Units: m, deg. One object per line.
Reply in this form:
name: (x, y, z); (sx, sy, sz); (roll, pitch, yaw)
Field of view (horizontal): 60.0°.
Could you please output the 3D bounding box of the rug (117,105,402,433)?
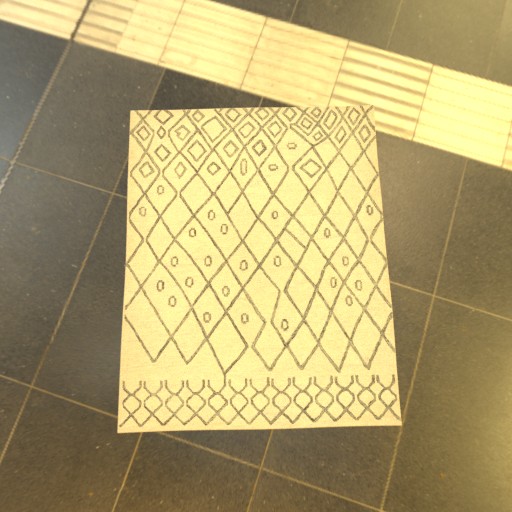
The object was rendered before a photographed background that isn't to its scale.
rug: (0.000, 0.000, 4.121); (2.446, 0.015, 3.046); (-1, 78, 0)
